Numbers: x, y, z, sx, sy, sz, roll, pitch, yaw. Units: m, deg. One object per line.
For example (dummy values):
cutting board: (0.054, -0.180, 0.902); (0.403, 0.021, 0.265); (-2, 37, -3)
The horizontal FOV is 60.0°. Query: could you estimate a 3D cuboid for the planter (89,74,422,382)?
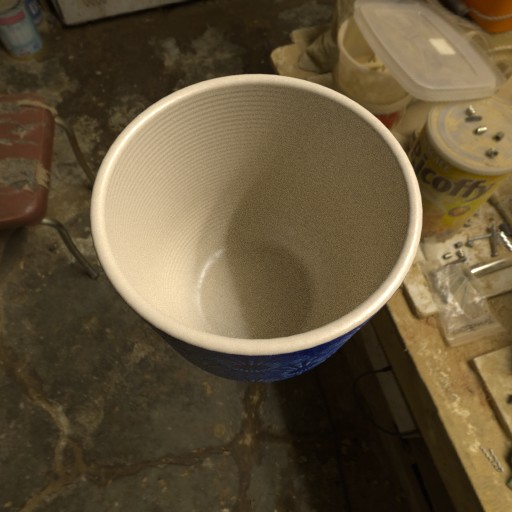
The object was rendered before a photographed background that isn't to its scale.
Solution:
planter: (0.000, 0.000, 0.295); (0.170, 0.153, 0.170); (0, 64, 0)
